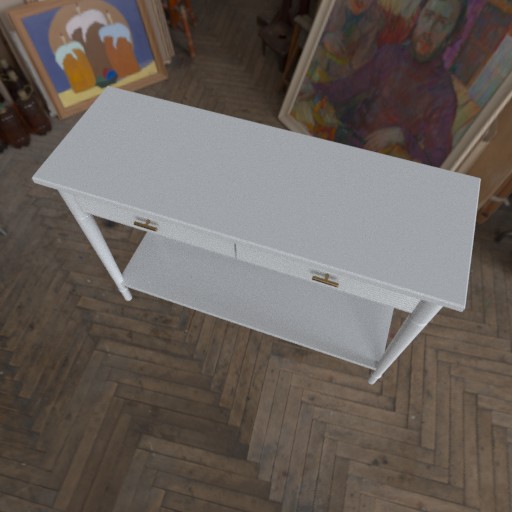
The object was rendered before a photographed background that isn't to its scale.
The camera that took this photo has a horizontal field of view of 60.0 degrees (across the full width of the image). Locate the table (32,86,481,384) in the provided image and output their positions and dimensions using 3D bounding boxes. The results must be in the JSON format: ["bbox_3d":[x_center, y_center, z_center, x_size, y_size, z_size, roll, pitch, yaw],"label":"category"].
[{"bbox_3d":[0.000,0.000,1.432,1.067,0.749,0.381,17,60,10],"label":"table"}]
